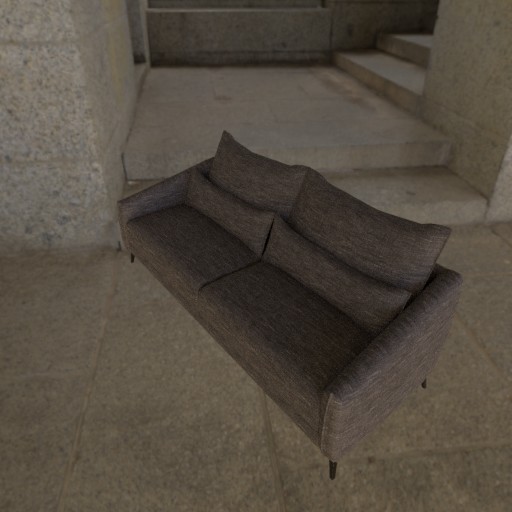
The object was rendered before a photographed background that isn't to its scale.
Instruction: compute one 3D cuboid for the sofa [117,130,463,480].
[{"bbox_3d":[0.000,0.000,2.400,0.807,0.843,2.019,-22,38,-30],"label":"sofa"}]
